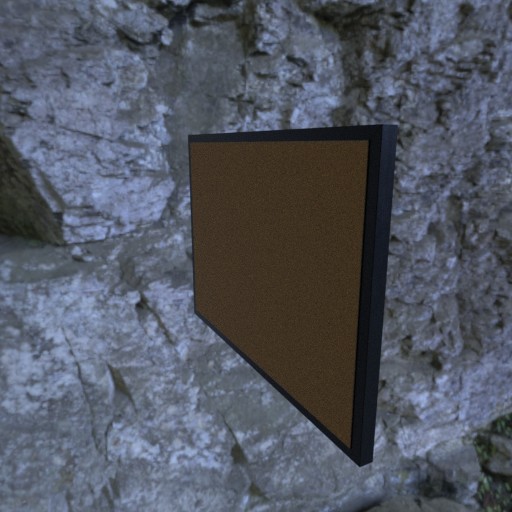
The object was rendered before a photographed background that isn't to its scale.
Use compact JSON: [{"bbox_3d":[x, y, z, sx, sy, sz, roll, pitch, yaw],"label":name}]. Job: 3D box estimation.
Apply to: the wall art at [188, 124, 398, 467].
[{"bbox_3d":[0.000,0.000,0.846,0.027,0.458,0.657,-7,16,-27],"label":"wall art"}]
